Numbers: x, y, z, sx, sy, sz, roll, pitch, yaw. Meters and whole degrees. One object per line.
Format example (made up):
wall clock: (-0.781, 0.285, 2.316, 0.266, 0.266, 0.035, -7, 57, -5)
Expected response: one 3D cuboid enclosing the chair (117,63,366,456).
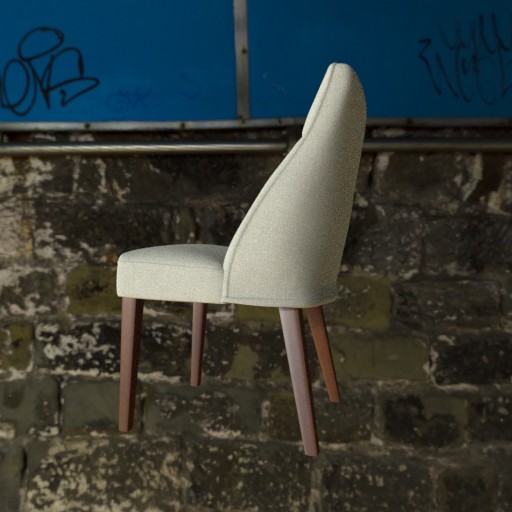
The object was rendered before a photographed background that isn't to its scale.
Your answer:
chair: (0.000, 0.000, 1.291, 0.620, 0.930, 0.500, 0, 0, 18)
